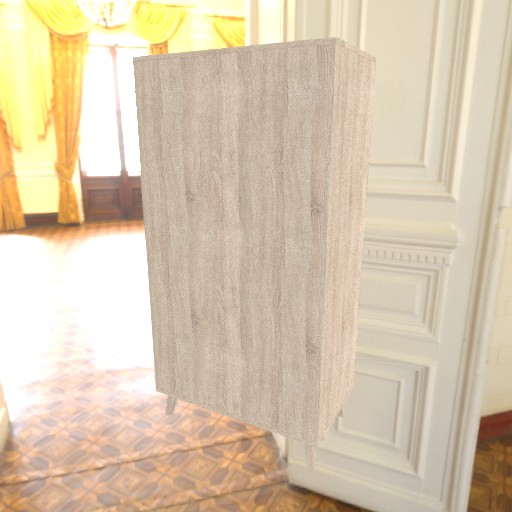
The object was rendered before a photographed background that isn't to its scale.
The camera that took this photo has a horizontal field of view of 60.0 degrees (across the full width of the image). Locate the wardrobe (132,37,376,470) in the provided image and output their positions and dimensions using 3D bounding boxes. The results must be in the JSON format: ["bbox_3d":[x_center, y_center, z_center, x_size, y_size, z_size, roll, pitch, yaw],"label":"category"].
[{"bbox_3d":[0.000,0.000,2.374,1.000,1.960,0.600,9,18,27],"label":"wardrobe"}]
